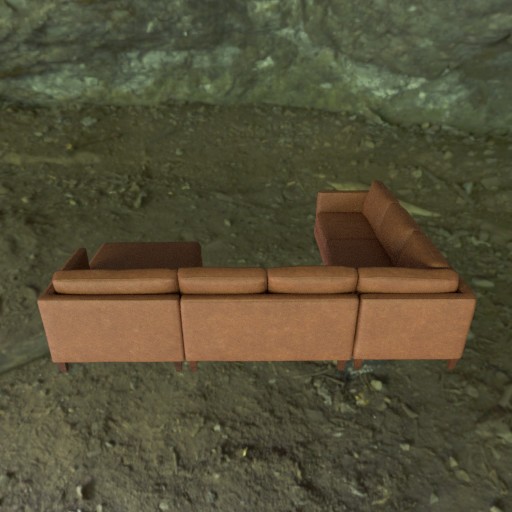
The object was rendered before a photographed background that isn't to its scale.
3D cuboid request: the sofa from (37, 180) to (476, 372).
[{"bbox_3d":[0.000,0.000,4.673,3.460,0.923,2.593,0,27,-1],"label":"sofa"}]
